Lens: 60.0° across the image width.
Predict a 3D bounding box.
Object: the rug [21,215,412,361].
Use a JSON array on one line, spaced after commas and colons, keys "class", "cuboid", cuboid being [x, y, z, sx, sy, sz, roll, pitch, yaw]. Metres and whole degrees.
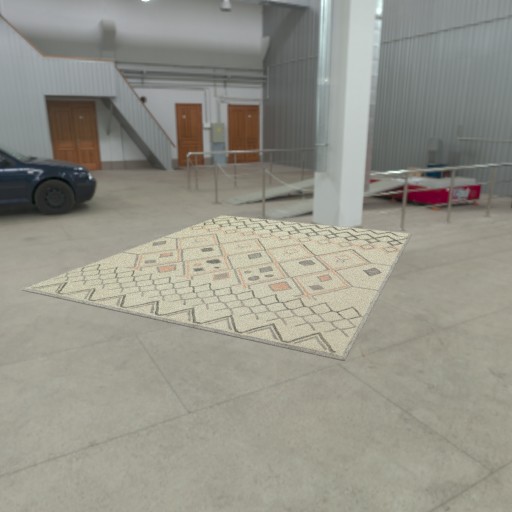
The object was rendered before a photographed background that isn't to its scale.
[{"class": "rug", "cuboid": [0.000, 0.000, 4.126, 2.441, 0.016, 3.050, 8, 18, 24]}]
